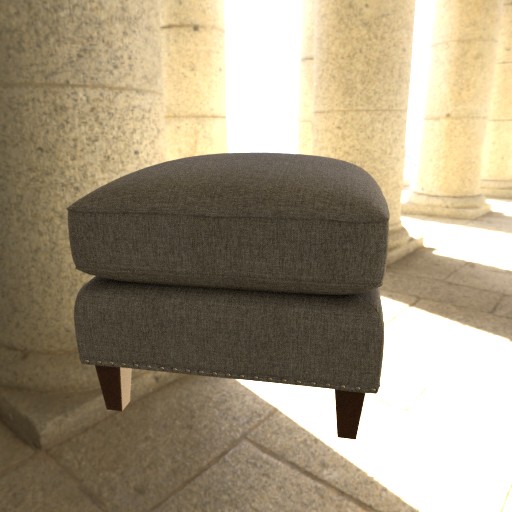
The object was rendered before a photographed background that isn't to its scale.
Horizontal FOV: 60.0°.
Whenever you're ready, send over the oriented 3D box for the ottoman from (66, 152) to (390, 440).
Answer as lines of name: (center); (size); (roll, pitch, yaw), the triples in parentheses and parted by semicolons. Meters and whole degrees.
ottoman: (0.000, 0.000, 1.133); (0.584, 0.513, 0.741); (3, 16, 10)
